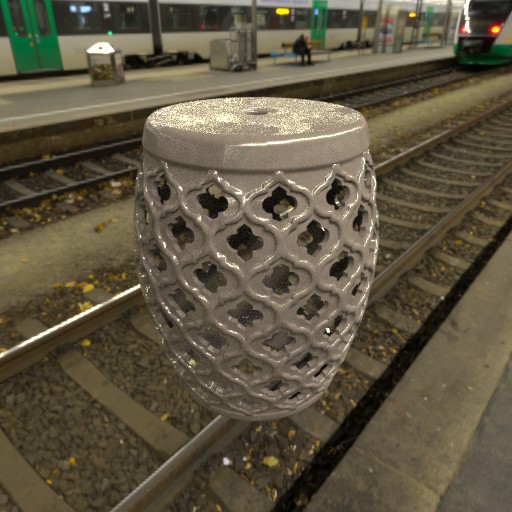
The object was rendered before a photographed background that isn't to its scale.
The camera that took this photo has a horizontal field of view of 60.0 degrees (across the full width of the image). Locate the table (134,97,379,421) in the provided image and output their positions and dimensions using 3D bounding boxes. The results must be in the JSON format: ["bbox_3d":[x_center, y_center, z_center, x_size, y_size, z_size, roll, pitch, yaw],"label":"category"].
[{"bbox_3d":[0.000,0.000,0.621,0.325,0.388,0.325,0,28,0],"label":"table"}]
